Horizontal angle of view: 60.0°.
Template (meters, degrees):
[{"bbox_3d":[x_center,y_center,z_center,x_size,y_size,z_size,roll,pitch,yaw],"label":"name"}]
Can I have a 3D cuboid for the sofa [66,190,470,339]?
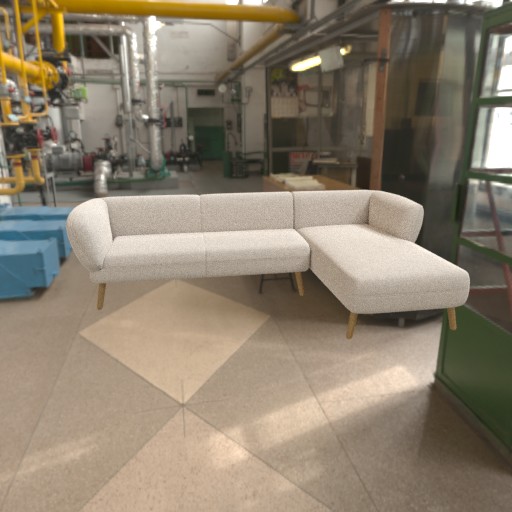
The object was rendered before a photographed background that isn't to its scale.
[{"bbox_3d":[0.000,0.000,3.308,2.660,0.730,1.610,-3,17,-9],"label":"sofa"}]
